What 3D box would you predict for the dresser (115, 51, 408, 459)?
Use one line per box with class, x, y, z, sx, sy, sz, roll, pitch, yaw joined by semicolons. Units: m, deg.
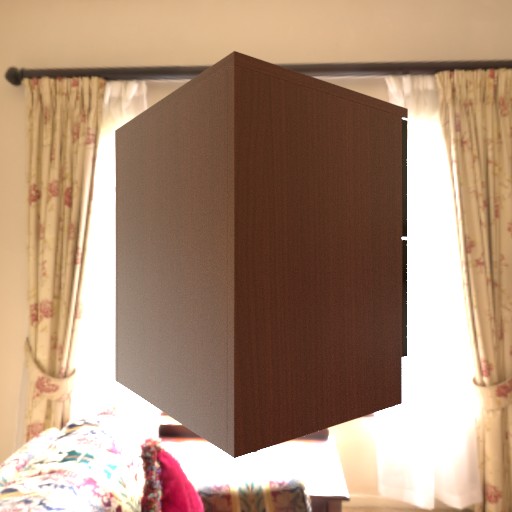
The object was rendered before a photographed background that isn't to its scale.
dresser;0.000;0.000;0.776;0.360;0.470;0.400;0;0;-37
